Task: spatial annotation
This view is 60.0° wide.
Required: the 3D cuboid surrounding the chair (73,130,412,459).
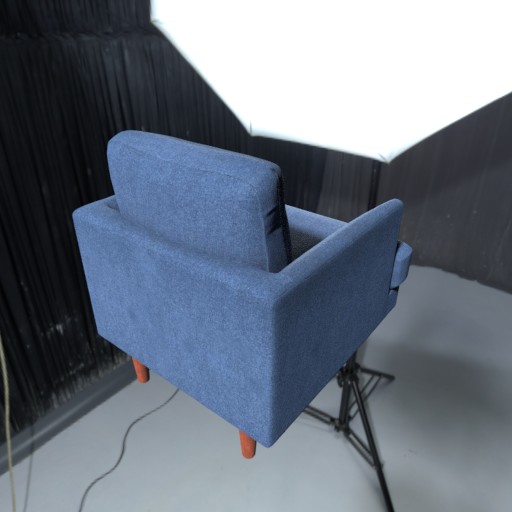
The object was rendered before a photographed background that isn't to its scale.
[{"bbox_3d":[0.000,0.000,1.615,0.858,0.957,0.899,21,36,33],"label":"chair"}]
